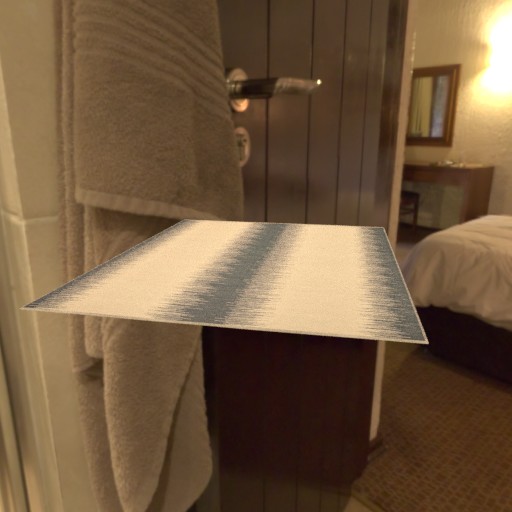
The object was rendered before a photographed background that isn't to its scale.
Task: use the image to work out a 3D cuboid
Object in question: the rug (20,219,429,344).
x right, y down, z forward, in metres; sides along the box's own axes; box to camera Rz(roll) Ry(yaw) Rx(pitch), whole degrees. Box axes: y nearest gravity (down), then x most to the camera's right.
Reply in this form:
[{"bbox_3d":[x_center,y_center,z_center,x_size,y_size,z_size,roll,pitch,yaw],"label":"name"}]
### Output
[{"bbox_3d":[0.000,0.000,3.987,2.453,0.004,3.037,3,16,11],"label":"rug"}]
